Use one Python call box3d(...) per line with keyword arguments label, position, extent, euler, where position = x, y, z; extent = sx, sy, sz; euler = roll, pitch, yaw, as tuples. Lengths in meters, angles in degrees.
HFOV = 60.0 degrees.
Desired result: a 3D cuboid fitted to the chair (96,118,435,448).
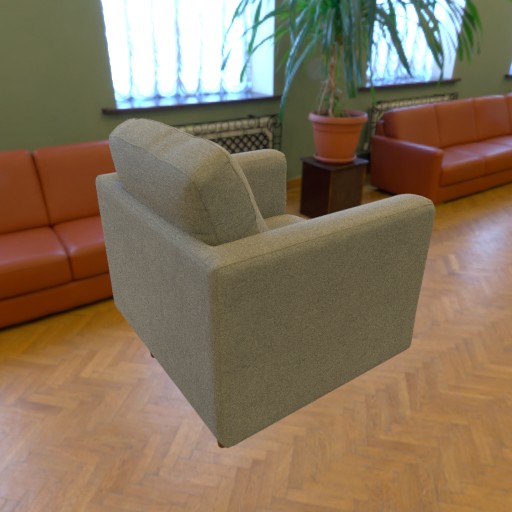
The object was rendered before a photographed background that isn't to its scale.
box3d(label="chair", position=(0.000, 0.000, 1.536), extent=(0.800, 0.927, 0.855), euler=(-17, 31, -31))
